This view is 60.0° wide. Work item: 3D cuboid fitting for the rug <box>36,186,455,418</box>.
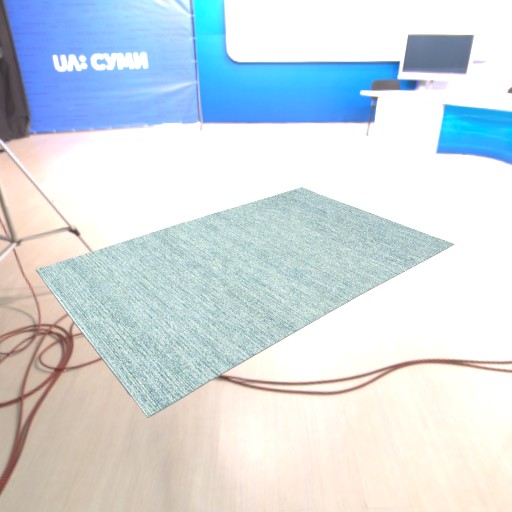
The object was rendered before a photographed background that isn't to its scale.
[{"bbox_3d":[0.000,0.000,2.294,1.853,0.022,1.174,-22,36,-34],"label":"rug"}]
